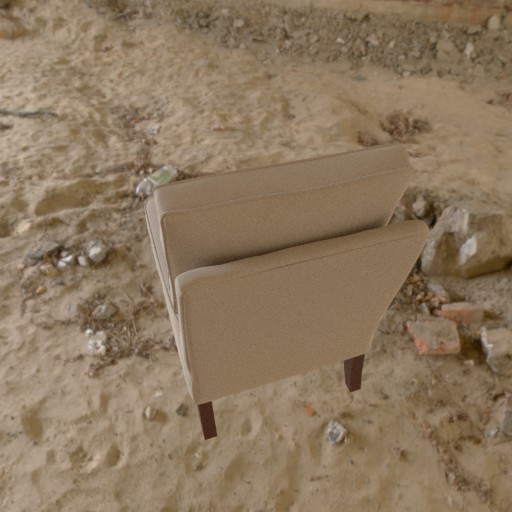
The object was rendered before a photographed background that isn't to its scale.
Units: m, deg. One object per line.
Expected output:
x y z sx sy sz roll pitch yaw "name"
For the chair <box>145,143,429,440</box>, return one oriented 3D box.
0.000 0.000 1.666 0.724 1.052 0.912 -13 43 -14 "chair"
